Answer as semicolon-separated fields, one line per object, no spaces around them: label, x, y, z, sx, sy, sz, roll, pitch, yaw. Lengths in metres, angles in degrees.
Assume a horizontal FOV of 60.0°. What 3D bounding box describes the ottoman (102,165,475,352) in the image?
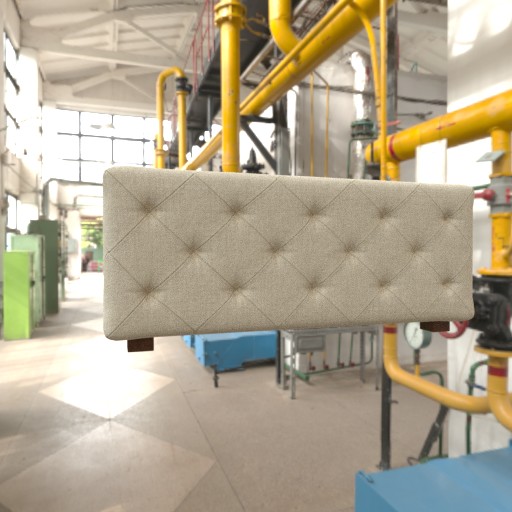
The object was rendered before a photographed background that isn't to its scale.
ottoman;0.000;0.000;1.614;1.028;0.439;1.028;0;1;-17
